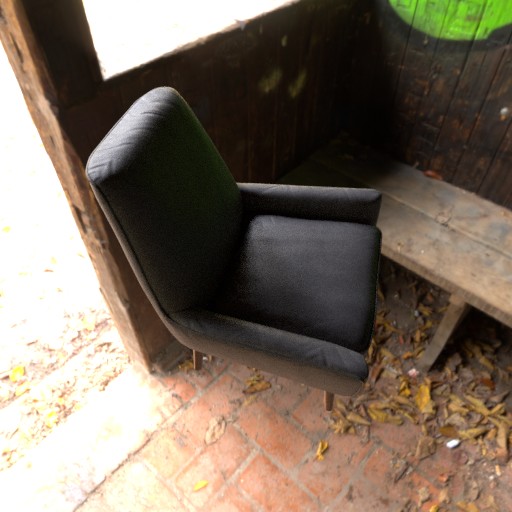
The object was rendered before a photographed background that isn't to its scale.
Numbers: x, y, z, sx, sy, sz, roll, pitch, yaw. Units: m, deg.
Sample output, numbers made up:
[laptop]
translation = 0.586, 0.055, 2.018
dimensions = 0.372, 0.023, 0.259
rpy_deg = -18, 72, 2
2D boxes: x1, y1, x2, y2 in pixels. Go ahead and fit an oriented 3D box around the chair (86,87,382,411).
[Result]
[chair]
translation = 0.000, 0.000, 1.480
dimensions = 0.822, 0.888, 0.787
rpy_deg = 10, 48, 9
